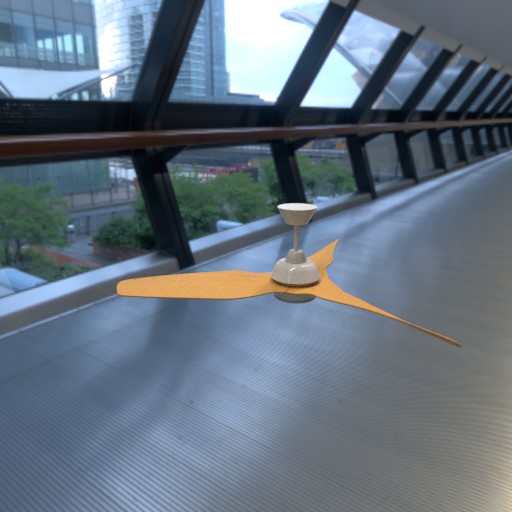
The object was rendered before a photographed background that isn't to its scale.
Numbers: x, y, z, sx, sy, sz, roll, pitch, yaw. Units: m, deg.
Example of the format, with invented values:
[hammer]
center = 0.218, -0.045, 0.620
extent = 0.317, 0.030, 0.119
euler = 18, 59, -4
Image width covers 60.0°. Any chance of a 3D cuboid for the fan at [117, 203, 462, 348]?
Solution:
[fan]
center = 0.000, 0.000, 1.622
extent = 1.010, 0.355, 1.142
euler = -2, 16, -8
